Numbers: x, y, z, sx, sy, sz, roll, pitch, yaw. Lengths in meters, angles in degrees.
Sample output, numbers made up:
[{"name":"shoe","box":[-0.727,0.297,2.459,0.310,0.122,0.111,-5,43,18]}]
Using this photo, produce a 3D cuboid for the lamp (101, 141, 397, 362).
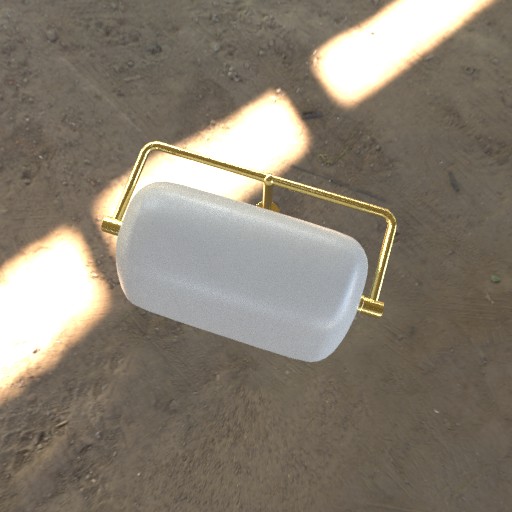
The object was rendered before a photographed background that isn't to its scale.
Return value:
[{"name":"lamp","box":[0.000,0.000,0.568,0.269,0.404,0.227,17,77,4]}]
